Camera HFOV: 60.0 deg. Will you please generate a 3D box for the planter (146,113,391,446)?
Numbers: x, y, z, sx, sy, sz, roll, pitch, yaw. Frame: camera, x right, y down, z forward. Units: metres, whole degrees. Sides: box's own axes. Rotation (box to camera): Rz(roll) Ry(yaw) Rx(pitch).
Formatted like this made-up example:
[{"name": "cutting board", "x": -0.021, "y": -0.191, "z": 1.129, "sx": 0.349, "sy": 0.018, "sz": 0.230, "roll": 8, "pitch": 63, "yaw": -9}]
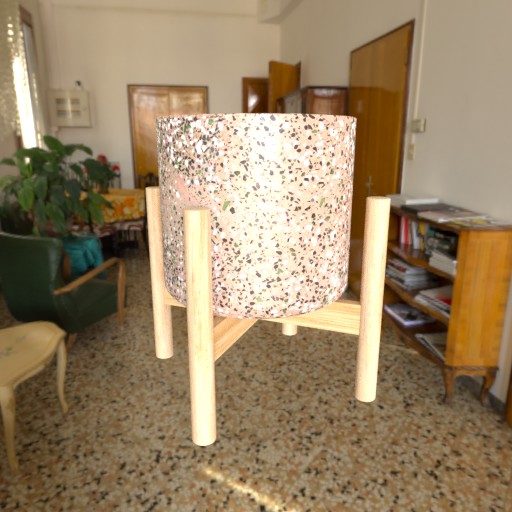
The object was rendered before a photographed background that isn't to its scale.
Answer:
[{"name": "planter", "x": 0.000, "y": 0.000, "z": 0.542, "sx": 0.284, "sy": 0.320, "sz": 0.284, "roll": 14, "pitch": 20, "yaw": 43}]
